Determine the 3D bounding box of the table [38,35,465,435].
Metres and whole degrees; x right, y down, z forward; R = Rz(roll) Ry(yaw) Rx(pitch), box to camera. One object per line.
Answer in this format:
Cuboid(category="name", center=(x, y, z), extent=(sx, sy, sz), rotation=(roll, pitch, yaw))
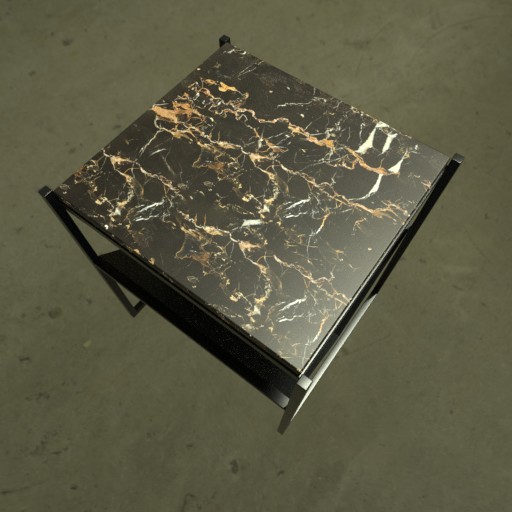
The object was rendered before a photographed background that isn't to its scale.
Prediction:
Cuboid(category="table", center=(0.000, 0.000, 0.894), extent=(0.469, 0.534, 0.432), rotation=(34, 68, 16))
